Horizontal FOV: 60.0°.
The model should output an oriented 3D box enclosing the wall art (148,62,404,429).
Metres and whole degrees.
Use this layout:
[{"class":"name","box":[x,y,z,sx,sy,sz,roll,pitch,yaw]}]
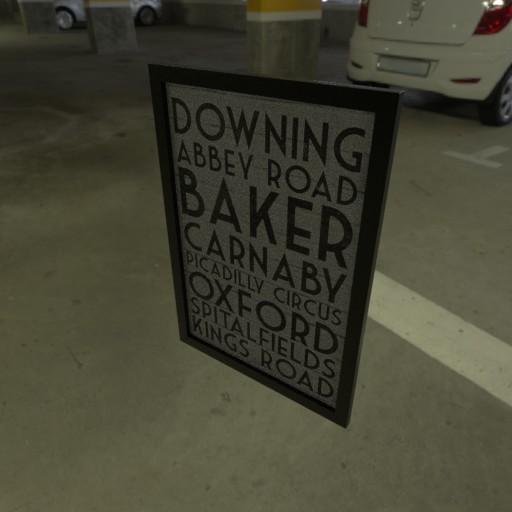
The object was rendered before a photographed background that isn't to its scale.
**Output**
[{"class":"wall art","box":[0.000,0.000,0.563,0.304,0.432,0.013,20,36,30]}]
